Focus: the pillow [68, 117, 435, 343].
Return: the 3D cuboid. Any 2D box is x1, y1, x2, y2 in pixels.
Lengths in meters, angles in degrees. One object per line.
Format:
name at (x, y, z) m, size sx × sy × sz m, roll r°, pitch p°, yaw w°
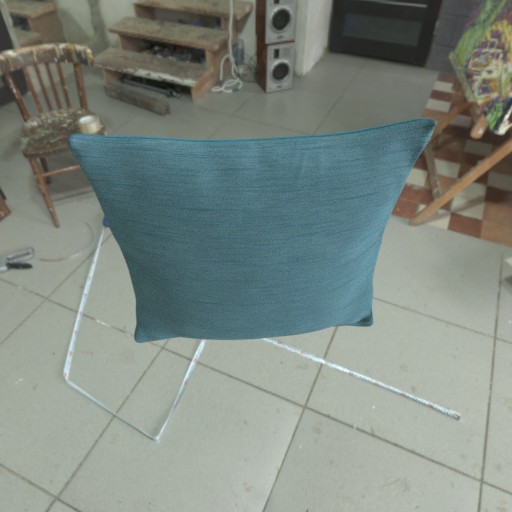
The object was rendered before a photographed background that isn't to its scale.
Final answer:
pillow at (0.000, 0.000, 0.654) m, size 0.433 × 0.415 × 0.151 m, roll -3°, pitch 45°, yaw -3°
